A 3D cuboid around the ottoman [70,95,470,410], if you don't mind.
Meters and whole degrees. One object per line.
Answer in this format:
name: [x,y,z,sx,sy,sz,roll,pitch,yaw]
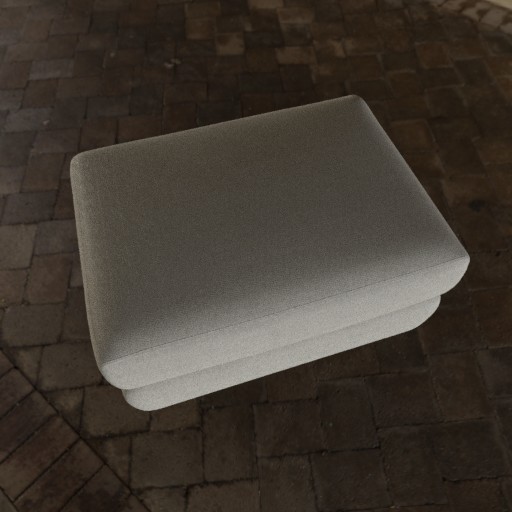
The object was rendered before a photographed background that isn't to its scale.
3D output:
ottoman: [0.000,0.000,1.134,0.773,0.504,0.569,-15,58,-9]
